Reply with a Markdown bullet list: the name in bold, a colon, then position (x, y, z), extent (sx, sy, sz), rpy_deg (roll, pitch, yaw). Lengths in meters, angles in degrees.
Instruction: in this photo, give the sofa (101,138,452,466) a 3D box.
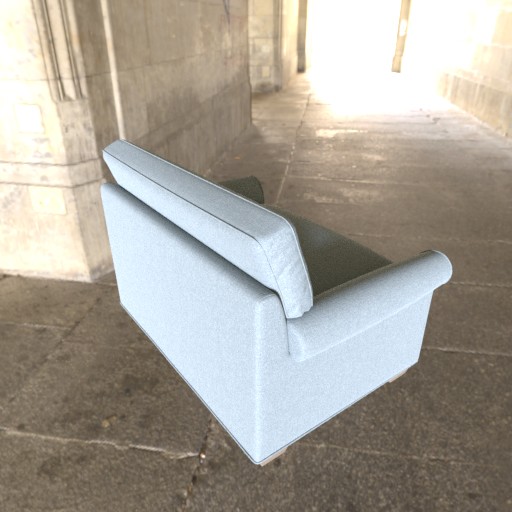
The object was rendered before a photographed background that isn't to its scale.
- **sofa**: position (0.000, 0.000, 2.045), extent (0.940, 0.953, 1.410), rpy_deg (-19, 33, -32)
